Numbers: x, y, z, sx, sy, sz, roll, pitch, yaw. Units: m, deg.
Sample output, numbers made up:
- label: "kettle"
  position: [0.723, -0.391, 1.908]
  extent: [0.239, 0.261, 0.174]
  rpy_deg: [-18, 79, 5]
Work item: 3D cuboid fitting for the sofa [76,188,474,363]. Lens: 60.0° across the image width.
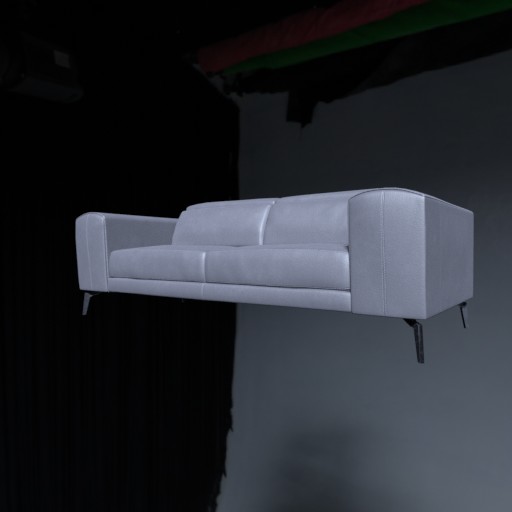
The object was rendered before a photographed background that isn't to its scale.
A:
- label: "sofa"
  position: [0.000, 0.000, 2.760]
  extent: [2.330, 0.814, 1.048]
  rpy_deg: [1, 1, 36]
